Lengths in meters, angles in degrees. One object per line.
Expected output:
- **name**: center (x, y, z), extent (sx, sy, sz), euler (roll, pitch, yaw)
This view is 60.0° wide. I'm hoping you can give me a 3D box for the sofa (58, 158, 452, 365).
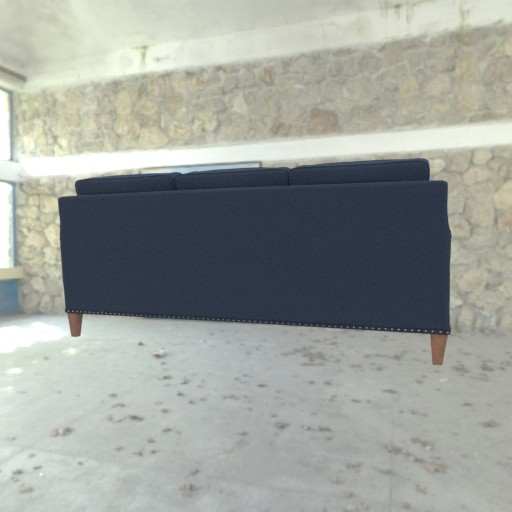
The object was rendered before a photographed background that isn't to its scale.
- **sofa**: center (0.000, 0.000, 2.824), extent (2.246, 1.003, 1.084), euler (0, 1, 18)
